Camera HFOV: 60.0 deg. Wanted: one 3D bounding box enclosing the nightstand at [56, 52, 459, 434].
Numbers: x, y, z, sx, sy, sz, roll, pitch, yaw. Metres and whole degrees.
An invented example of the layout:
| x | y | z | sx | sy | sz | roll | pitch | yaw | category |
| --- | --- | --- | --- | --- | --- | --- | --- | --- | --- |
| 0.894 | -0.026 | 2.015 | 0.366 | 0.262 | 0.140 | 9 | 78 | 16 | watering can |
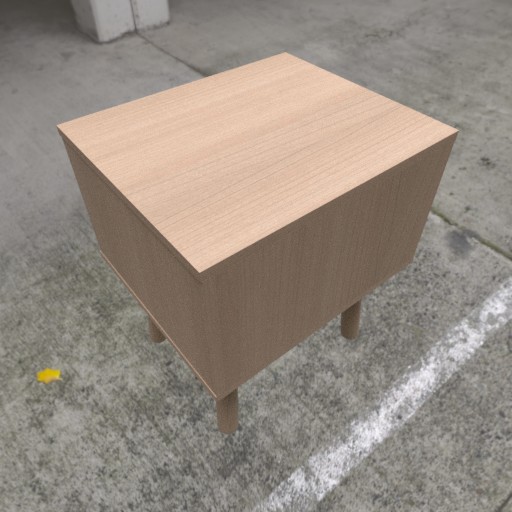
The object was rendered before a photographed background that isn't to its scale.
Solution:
| x | y | z | sx | sy | sz | roll | pitch | yaw | category |
| --- | --- | --- | --- | --- | --- | --- | --- | --- | --- |
| 0.000 | 0.000 | 0.835 | 0.450 | 0.530 | 0.380 | -30 | 52 | -26 | nightstand |
